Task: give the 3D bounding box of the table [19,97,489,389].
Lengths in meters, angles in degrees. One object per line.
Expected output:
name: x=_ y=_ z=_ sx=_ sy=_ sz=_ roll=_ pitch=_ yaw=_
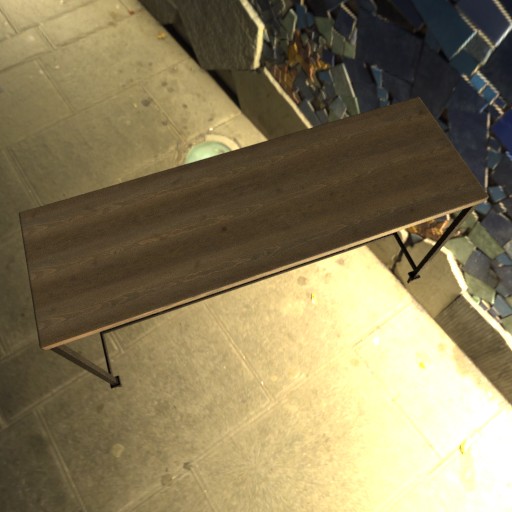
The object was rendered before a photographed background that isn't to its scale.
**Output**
table: x=0.000 y=0.000 z=2.082 sx=1.700 sy=0.902 sz=0.551 roll=-18 pitch=66 yaw=-8
